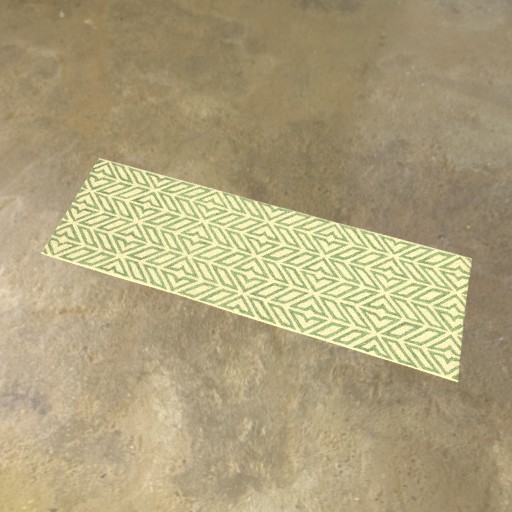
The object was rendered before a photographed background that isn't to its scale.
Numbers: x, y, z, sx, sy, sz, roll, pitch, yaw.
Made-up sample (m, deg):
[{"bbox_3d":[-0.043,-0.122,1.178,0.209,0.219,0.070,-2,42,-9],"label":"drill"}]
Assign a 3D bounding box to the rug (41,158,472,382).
[{"bbox_3d":[0.000,0.000,2.619,2.435,0.009,0.750,16,64,8],"label":"rug"}]
